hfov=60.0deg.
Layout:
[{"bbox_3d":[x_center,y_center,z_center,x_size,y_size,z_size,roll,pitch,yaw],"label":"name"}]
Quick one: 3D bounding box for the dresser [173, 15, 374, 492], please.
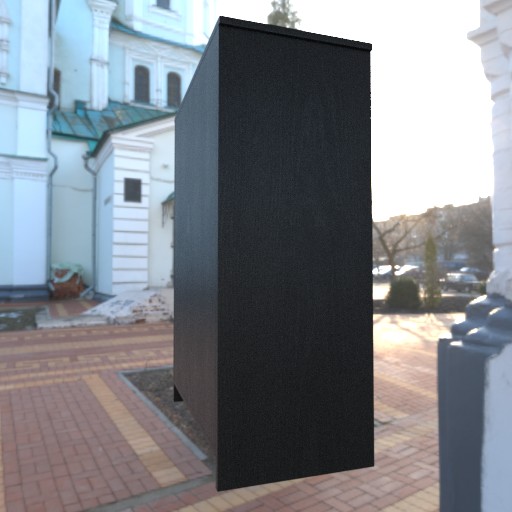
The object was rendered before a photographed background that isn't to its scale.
[{"bbox_3d":[0.000,0.000,1.337,0.398,1.020,0.700,1,-2,-18],"label":"dresser"}]
